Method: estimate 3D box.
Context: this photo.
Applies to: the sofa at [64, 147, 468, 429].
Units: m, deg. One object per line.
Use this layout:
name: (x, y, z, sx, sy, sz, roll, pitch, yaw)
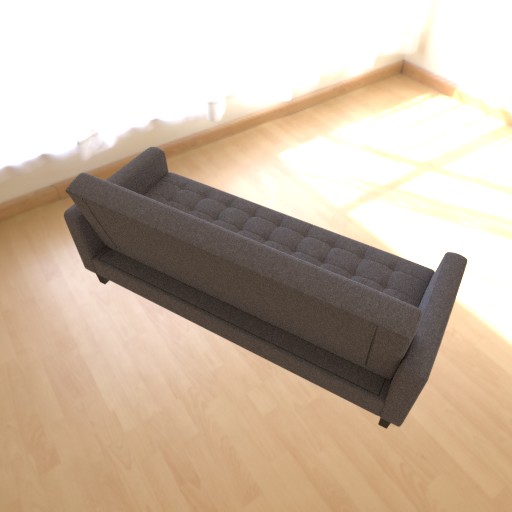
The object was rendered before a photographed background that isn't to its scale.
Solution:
sofa: (0.000, 0.000, 2.456, 2.040, 0.850, 0.810, 23, 51, 20)
